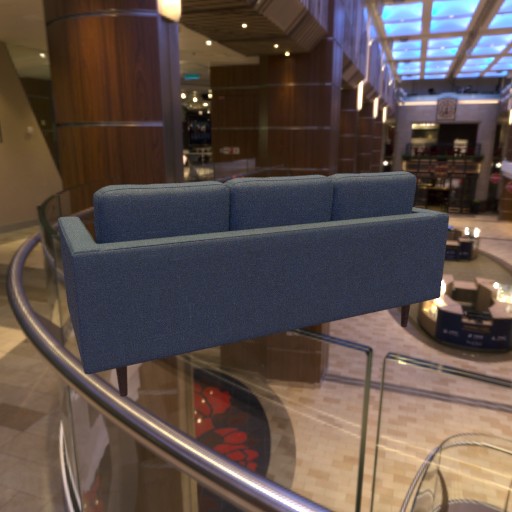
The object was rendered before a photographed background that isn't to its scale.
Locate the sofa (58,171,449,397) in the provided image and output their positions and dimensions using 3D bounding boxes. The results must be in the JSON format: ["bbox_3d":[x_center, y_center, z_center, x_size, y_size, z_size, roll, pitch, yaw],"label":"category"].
[{"bbox_3d":[0.000,0.000,2.557,2.013,0.945,0.935,-7,16,-26],"label":"sofa"}]
